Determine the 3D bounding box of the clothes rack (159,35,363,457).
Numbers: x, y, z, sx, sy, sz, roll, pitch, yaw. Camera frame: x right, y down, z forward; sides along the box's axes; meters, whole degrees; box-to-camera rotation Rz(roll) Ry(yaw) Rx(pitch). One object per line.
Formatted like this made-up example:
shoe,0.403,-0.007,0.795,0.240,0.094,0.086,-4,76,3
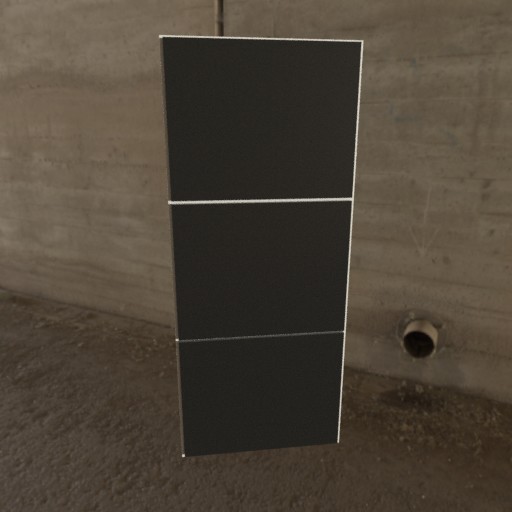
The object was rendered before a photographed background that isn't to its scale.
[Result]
clothes rack,0.000,0.000,1.384,0.500,1.187,0.330,-2,16,-7
